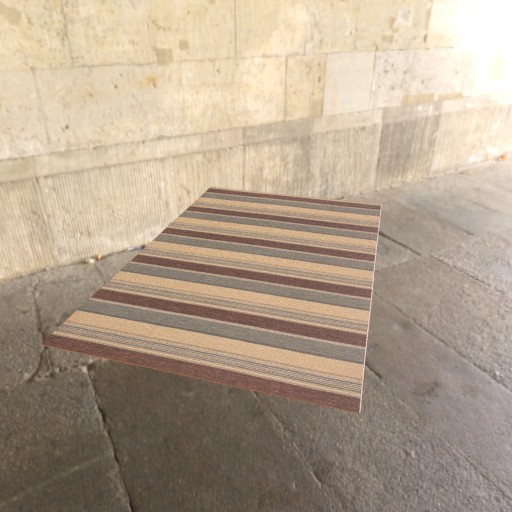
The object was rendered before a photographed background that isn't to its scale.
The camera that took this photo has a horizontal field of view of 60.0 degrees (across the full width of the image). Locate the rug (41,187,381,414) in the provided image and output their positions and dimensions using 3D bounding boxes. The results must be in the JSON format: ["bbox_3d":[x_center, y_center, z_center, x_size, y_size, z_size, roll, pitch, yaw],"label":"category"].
[{"bbox_3d":[0.000,0.000,2.337,1.219,0.008,1.829,8,30,14],"label":"rug"}]
